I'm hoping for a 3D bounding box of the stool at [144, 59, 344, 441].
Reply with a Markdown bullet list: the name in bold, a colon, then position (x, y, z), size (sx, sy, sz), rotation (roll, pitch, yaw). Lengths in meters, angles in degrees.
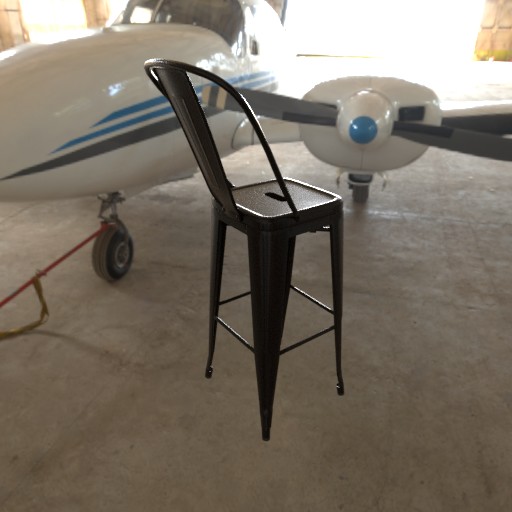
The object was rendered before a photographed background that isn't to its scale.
- **stool**: position (0.000, 0.000, 1.335), size (0.513, 1.096, 0.399), rotation (-18, 31, -32)
